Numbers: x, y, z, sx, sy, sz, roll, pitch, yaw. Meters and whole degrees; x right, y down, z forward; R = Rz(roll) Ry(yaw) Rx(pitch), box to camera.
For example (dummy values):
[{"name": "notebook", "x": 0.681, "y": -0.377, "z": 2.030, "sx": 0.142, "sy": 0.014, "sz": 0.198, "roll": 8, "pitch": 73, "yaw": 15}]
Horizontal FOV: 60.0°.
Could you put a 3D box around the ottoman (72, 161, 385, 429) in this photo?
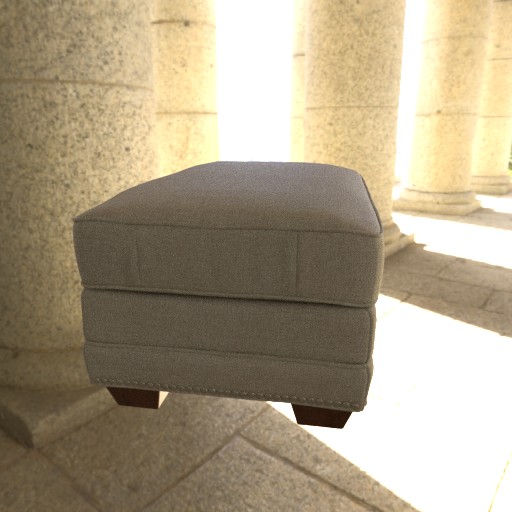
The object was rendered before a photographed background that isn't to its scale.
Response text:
[{"name": "ottoman", "x": 0.000, "y": 0.000, "z": 1.139, "sx": 0.559, "sy": 0.458, "sz": 0.813, "roll": 3, "pitch": 16, "yaw": 9}]
